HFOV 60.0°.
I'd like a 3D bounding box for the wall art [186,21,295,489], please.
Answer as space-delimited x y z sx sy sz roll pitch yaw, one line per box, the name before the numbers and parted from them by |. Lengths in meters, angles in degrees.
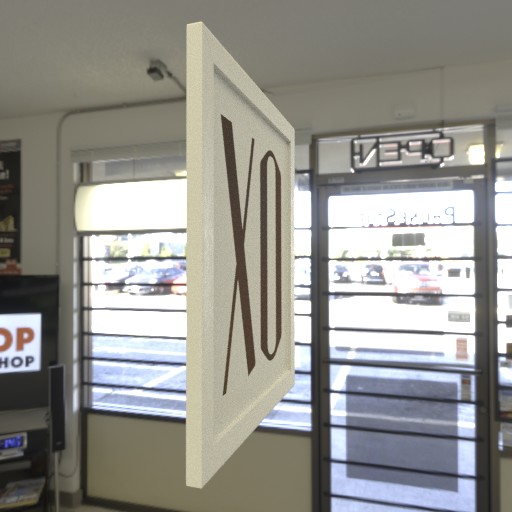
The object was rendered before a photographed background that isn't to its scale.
wall art | 0.000 0.000 0.721 0.020 0.536 0.444 0 0 19
